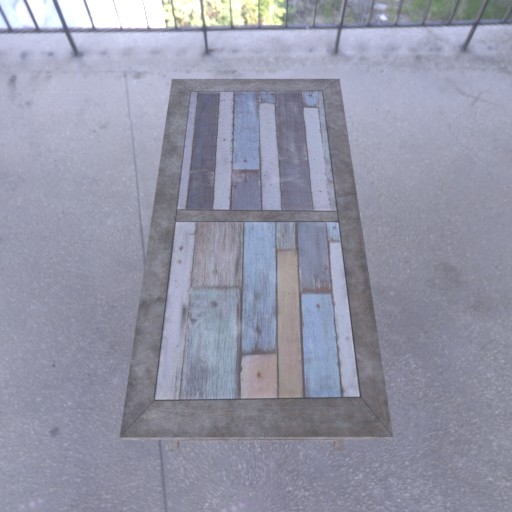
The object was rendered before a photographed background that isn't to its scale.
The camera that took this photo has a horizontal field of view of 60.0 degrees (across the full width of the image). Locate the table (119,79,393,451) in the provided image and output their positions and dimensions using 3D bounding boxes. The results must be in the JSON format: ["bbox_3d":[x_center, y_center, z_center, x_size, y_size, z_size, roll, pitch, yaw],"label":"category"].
[{"bbox_3d":[0.000,0.000,1.499,0.610,0.470,1.219,0,59,0],"label":"table"}]
